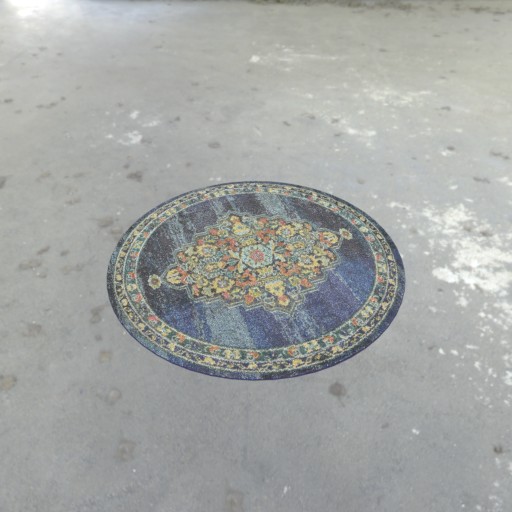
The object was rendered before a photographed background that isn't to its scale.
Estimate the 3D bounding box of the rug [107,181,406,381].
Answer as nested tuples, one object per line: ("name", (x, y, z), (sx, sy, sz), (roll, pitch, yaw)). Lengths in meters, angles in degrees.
("rug", (0.000, 0.000, 3.653), (2.386, 0.014, 2.386), (0, 40, 0))
